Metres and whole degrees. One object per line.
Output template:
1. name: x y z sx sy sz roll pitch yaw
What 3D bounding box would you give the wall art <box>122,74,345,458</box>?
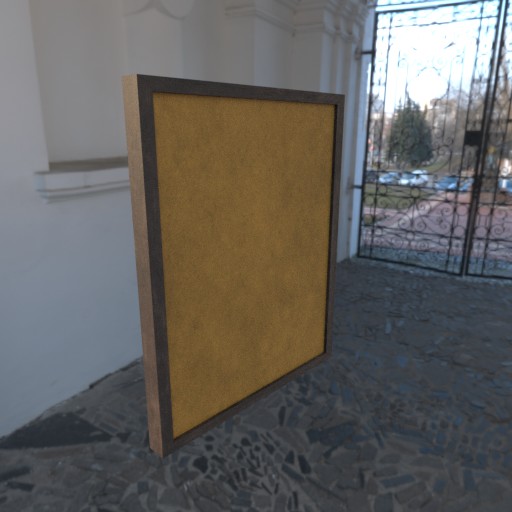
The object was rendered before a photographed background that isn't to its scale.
1. wall art: 0.000 0.000 0.569 0.027 0.406 0.329 15 22 42
